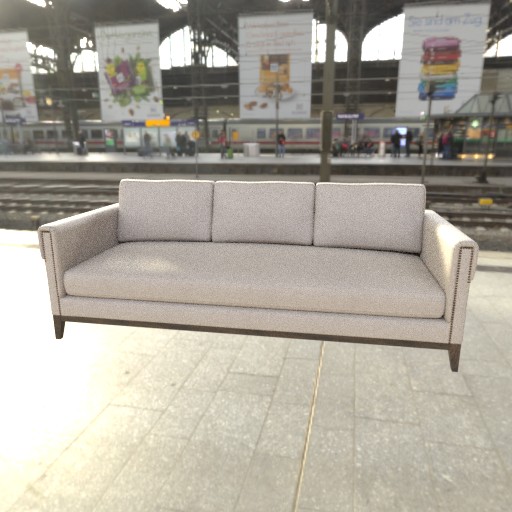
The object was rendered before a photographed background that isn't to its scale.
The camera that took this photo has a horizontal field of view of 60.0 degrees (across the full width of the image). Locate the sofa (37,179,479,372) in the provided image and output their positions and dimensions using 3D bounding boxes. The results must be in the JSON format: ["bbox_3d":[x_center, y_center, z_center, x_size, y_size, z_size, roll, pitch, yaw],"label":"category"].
[{"bbox_3d":[0.000,0.000,2.678,2.210,0.838,0.959,3,15,9],"label":"sofa"}]
